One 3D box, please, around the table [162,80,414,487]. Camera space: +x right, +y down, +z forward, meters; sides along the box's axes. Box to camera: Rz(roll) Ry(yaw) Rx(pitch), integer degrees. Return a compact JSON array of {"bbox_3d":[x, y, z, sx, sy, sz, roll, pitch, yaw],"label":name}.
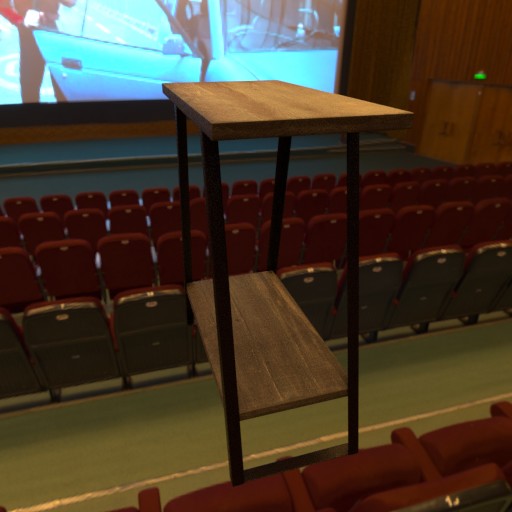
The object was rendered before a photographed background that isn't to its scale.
[{"bbox_3d":[0.000,0.000,1.015,0.300,0.701,0.599,-8,27,-15],"label":"table"}]
